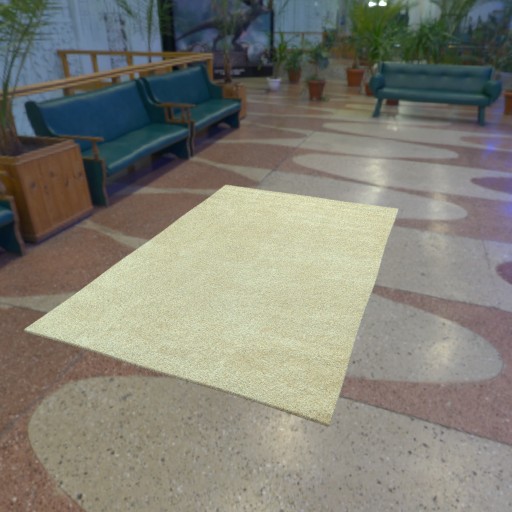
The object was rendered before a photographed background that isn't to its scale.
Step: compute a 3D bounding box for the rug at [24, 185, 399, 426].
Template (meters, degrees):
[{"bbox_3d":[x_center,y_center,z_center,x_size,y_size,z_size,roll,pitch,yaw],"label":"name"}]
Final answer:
[{"bbox_3d":[0.000,0.000,3.369,1.800,0.025,2.699,11,30,19],"label":"rug"}]
